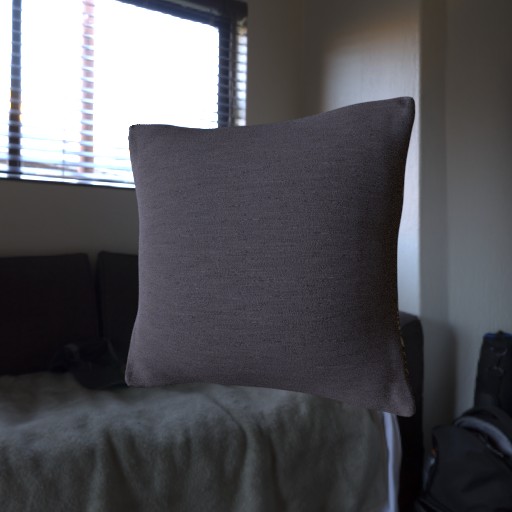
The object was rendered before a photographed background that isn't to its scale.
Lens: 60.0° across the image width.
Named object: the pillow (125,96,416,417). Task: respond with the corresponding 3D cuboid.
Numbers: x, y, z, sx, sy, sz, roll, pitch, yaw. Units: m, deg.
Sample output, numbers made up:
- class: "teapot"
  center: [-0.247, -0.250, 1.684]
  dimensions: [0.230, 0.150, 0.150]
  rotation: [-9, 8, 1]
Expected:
- class: "pillow"
  center: [0.000, 0.000, 0.639]
  dimensions: [0.436, 0.417, 0.148]
  rotation: [0, 1, 18]
